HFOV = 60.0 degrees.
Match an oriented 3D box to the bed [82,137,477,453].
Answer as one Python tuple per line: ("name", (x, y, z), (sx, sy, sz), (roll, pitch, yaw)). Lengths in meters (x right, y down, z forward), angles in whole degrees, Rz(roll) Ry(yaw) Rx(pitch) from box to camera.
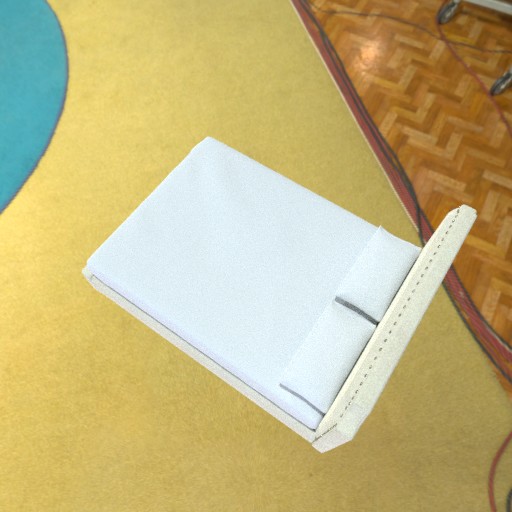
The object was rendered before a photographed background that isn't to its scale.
("bed", (0.000, 0.000, 3.447), (2.381, 1.457, 1.713), (31, 67, 15))
